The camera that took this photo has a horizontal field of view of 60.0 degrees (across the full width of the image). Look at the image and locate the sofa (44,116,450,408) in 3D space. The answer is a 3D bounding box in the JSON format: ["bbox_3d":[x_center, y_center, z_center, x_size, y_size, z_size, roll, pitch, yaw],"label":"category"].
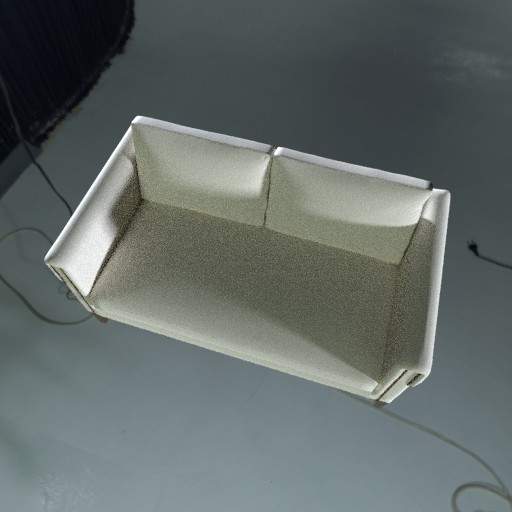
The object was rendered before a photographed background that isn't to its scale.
[{"bbox_3d":[0.000,0.000,2.119,1.598,0.873,0.905,15,60,9],"label":"sofa"}]
